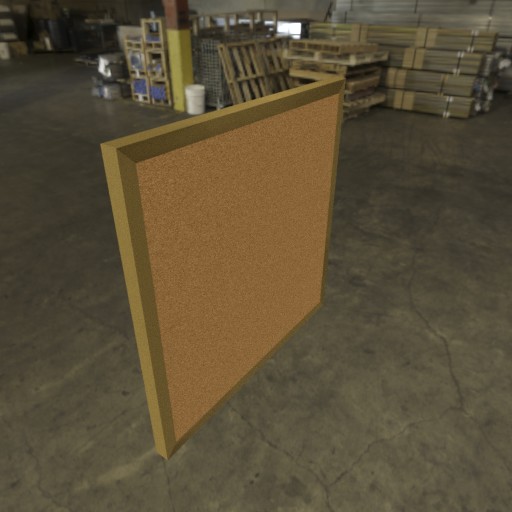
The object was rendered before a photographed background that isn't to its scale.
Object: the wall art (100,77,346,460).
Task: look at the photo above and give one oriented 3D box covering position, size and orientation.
[{"bbox_3d":[0.000,0.000,1.139,0.038,0.762,0.762,21,37,31],"label":"wall art"}]
